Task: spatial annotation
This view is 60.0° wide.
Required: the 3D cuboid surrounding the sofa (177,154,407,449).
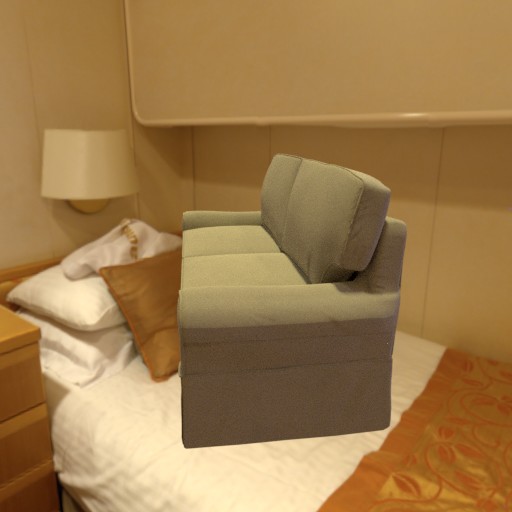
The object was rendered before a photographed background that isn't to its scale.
[{"bbox_3d":[0.000,0.000,2.367,0.841,1.024,1.823,-2,16,-8],"label":"sofa"}]
